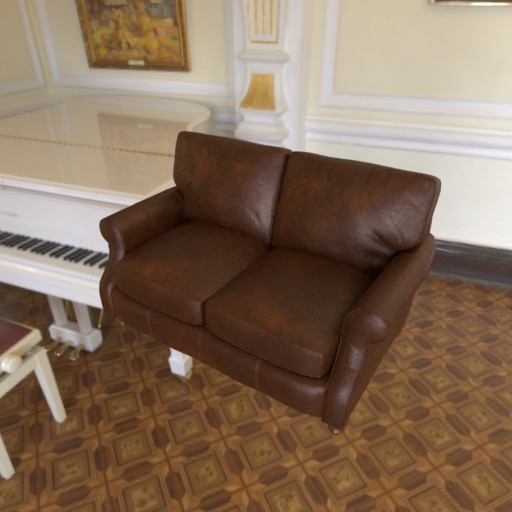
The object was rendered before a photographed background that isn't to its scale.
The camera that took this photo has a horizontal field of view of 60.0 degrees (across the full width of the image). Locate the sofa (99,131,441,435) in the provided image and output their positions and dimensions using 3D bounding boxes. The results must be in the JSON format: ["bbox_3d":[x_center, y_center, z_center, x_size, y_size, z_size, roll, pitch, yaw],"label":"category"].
[{"bbox_3d":[0.000,0.000,2.293,1.616,0.976,0.990,18,34,29],"label":"sofa"}]
